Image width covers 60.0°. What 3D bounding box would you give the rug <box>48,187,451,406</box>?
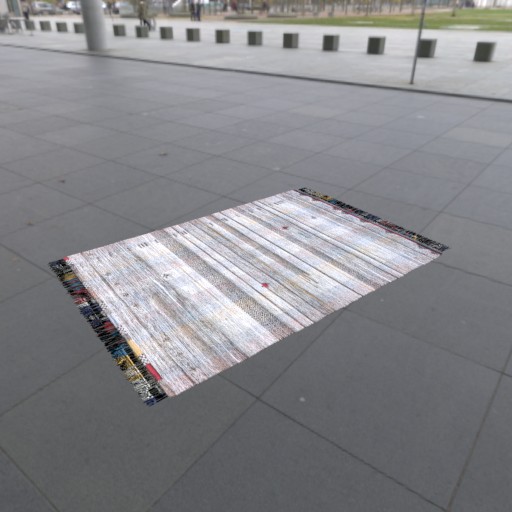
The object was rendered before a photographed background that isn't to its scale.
[{"bbox_3d":[0.000,0.000,2.383,1.848,0.012,1.217,-21,36,-32],"label":"rug"}]
